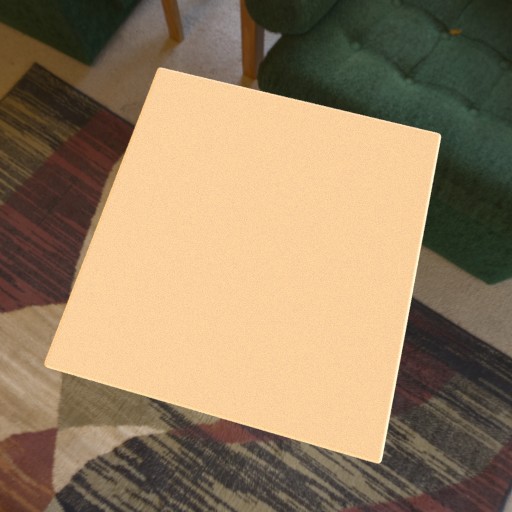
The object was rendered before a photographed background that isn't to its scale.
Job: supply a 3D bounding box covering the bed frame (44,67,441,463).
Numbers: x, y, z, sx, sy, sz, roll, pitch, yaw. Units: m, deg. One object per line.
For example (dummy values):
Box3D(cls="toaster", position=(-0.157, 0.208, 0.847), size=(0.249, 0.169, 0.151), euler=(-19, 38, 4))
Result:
Box3D(cls="bed frame", position=(0.000, 0.000, 3.011), size=(1.963, 0.659, 2.079), euler=(15, 75, 4))
